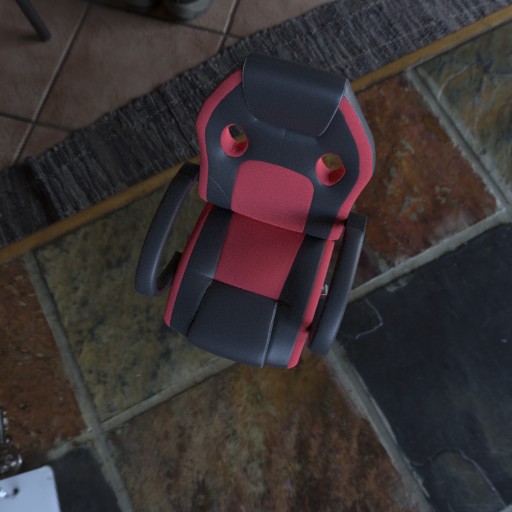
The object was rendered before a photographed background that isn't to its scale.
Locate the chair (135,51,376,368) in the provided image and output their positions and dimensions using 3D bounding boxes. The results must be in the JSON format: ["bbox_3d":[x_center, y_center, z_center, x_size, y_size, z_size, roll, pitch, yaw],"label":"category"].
[{"bbox_3d":[0.000,0.000,1.556,0.673,1.187,0.724,18,75,5],"label":"chair"}]
